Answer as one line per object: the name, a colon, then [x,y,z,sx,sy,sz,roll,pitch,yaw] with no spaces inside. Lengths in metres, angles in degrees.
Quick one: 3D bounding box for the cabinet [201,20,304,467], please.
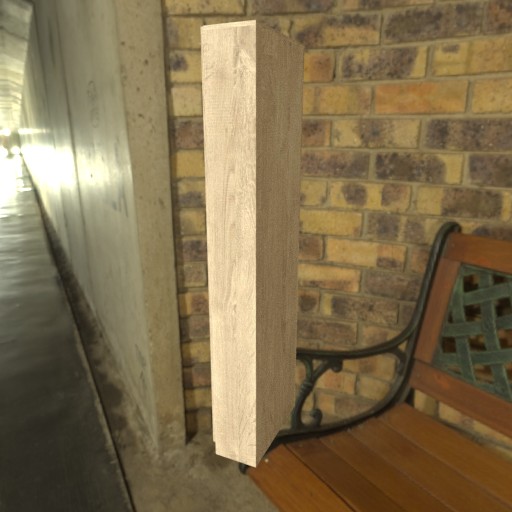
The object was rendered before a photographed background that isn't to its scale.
cabinet: [0.000,0.000,1.985,0.230,1.790,0.500,7,17,24]
